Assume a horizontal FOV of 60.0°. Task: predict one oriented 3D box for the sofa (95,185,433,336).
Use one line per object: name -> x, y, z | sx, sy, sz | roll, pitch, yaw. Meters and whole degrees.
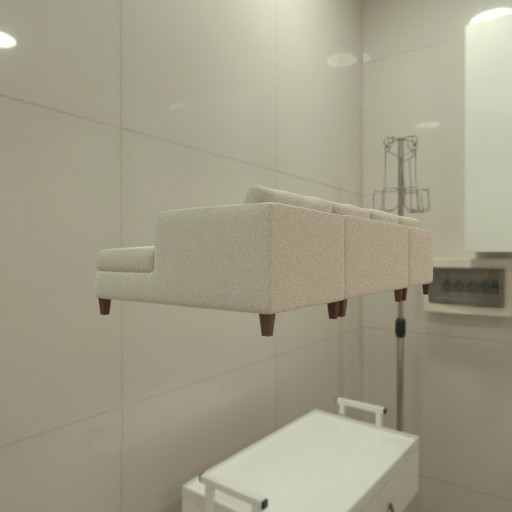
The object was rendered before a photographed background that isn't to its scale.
sofa -> 0.000, 0.000, 4.343 | 2.551, 0.853, 3.238 | 0, 0, 36
